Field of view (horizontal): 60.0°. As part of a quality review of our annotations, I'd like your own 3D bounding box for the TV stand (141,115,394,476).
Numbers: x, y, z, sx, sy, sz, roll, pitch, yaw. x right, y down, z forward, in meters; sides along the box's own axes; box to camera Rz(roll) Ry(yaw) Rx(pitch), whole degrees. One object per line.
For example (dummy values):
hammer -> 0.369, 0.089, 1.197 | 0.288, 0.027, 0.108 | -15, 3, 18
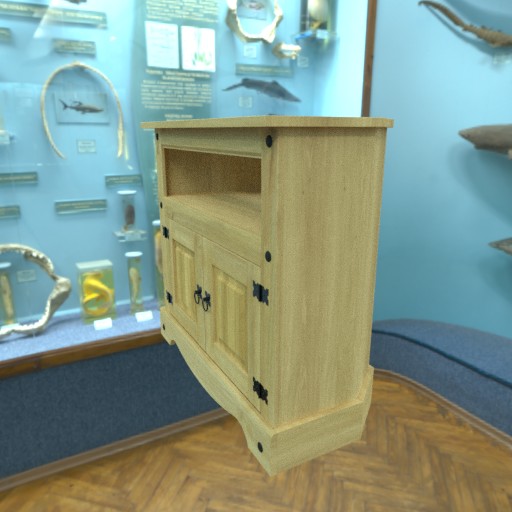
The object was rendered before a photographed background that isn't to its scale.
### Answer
TV stand -> 0.000, 0.000, 1.339 | 0.425, 0.781, 0.851 | -8, 18, -27
